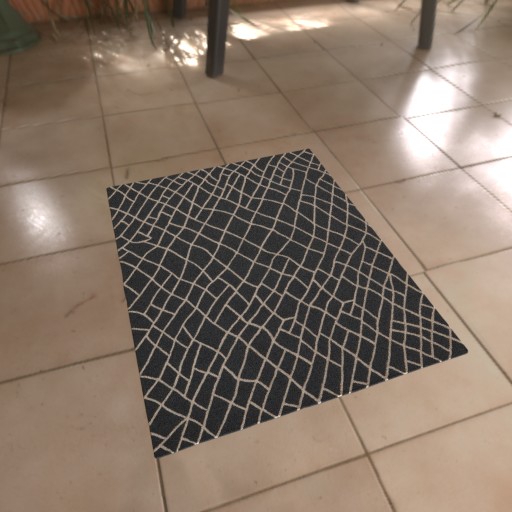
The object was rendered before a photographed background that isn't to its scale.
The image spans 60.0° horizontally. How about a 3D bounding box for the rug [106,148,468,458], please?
[{"bbox_3d":[0.000,0.000,4.140,2.439,0.022,3.047,-14,47,-13],"label":"rug"}]
